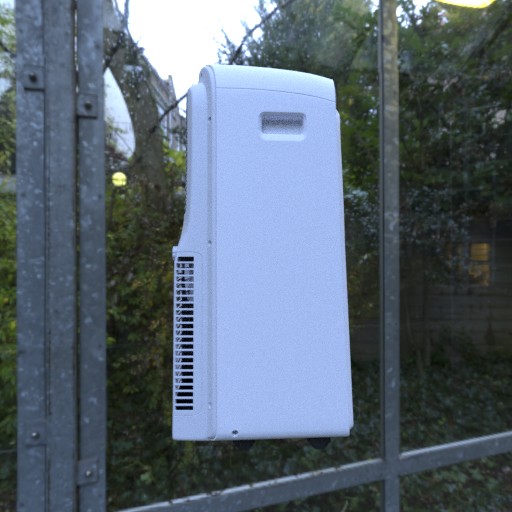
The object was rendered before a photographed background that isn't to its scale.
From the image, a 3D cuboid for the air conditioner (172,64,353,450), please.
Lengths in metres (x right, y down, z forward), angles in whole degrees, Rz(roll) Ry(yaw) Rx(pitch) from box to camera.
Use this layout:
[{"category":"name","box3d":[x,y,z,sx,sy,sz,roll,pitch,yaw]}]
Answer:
[{"category":"air conditioner","box3d":[0.000,0.000,0.976,0.365,0.700,0.454,0,-1,-1]}]
